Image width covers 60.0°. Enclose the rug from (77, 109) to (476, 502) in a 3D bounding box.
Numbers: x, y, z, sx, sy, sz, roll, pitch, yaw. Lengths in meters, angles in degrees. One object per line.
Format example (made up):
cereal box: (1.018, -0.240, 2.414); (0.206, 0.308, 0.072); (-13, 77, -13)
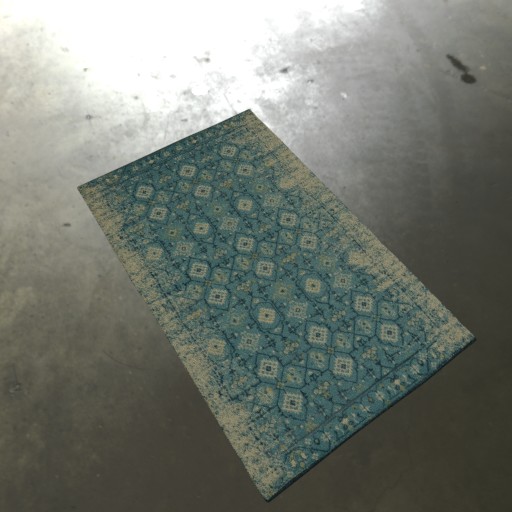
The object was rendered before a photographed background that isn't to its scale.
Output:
rug: (0.000, 0.000, 2.931); (1.530, 0.015, 2.449); (-30, 63, -17)
